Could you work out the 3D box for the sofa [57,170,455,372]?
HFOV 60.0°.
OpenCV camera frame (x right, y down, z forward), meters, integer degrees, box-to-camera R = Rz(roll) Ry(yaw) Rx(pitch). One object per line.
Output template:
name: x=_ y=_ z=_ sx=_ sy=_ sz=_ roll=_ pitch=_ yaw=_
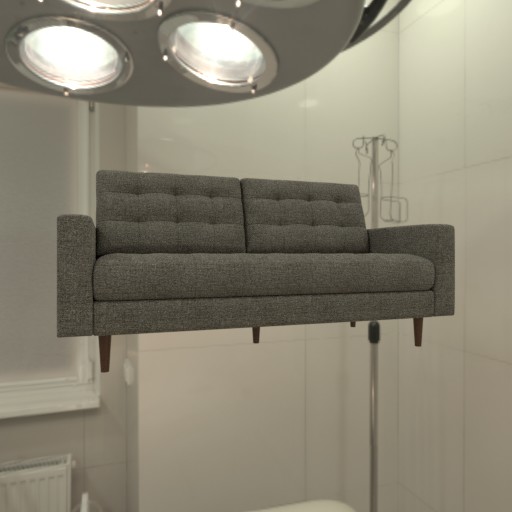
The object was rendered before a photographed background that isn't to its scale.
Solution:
sofa: x=0.000 y=0.000 z=2.298 sx=1.821 sy=0.902 sz=0.863 roll=0 pitch=0 yaw=-19
